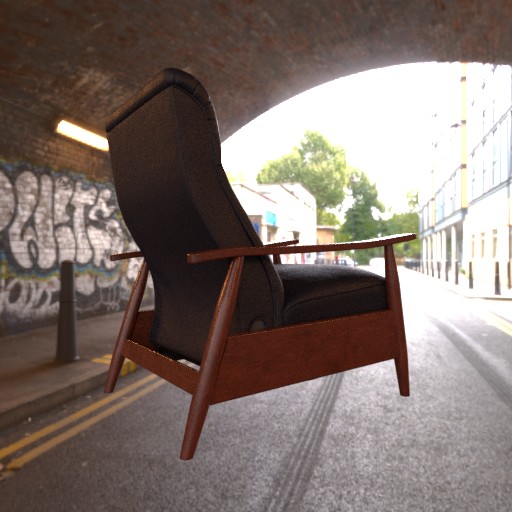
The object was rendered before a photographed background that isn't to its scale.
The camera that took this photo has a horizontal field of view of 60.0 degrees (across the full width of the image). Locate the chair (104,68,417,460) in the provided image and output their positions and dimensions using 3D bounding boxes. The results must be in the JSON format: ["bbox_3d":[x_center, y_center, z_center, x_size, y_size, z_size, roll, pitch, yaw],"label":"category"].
[{"bbox_3d":[0.000,0.000,1.747,1.014,1.082,0.762,0,0,-35],"label":"chair"}]
